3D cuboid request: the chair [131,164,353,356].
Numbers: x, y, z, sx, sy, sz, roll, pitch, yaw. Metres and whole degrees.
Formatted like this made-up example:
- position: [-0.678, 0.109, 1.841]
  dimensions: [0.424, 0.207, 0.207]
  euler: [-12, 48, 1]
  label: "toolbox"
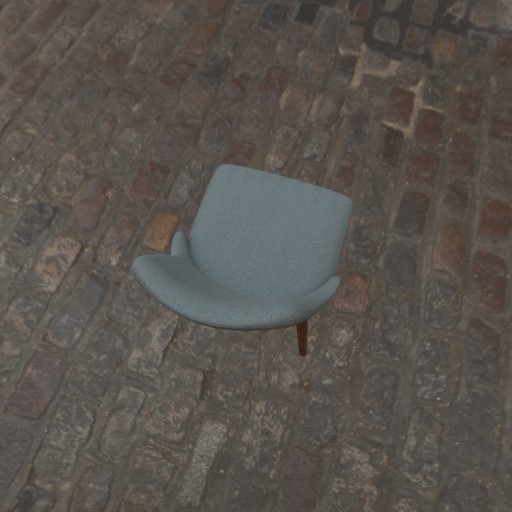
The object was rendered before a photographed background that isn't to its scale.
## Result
- position: [0.000, 0.000, 1.353]
  dimensions: [0.535, 0.918, 0.707]
  euler: [17, 66, 8]
  label: "chair"
